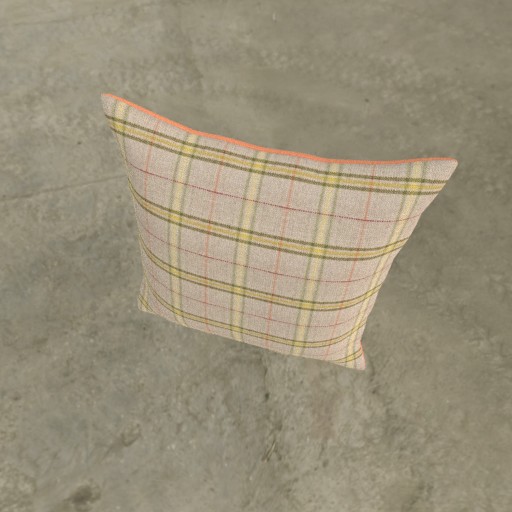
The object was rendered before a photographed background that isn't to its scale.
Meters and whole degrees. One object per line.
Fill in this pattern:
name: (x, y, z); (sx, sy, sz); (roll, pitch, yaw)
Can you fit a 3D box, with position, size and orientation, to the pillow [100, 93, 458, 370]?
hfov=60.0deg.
pillow: (0.000, 0.000, 0.695); (0.453, 0.430, 0.200); (13, 59, 8)
